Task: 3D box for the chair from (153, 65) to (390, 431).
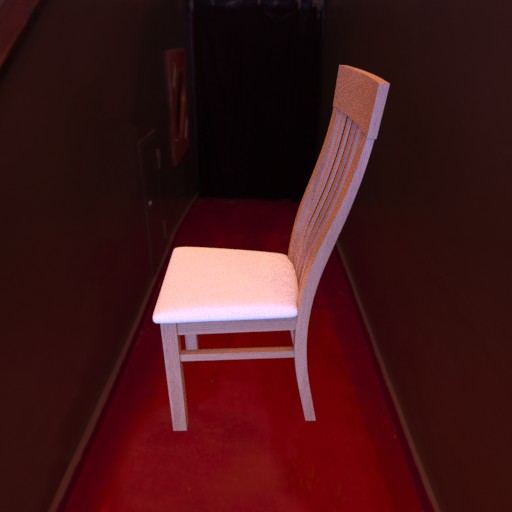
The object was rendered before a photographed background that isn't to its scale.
[{"bbox_3d":[0.000,0.000,1.368,0.580,1.050,0.450,-1,28,-1],"label":"chair"}]
